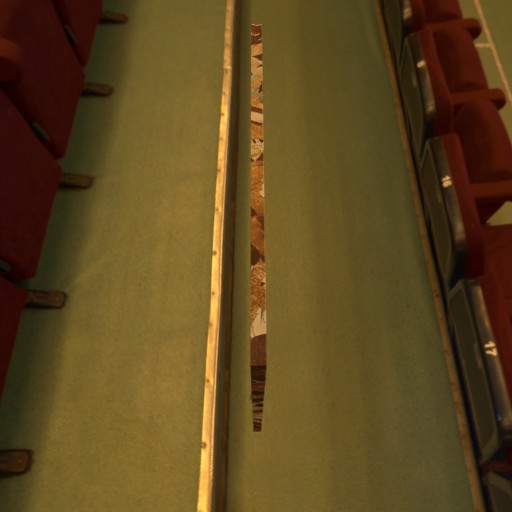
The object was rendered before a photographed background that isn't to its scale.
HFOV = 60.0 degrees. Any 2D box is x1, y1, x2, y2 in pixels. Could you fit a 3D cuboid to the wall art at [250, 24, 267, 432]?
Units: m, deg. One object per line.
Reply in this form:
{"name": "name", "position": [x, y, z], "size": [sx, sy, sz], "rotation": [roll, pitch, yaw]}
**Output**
{"name": "wall art", "position": [0.000, 0.000, 1.137], "size": [0.028, 0.762, 0.757], "rotation": [0, 62, 0]}
